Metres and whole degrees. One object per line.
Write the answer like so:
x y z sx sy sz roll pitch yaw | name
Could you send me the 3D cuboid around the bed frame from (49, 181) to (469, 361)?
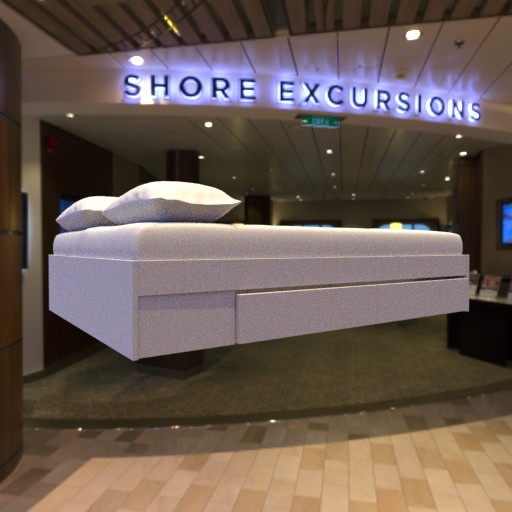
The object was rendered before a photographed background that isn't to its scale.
0.000 0.000 2.554 1.950 0.629 1.450 -1 1 -35 | bed frame
